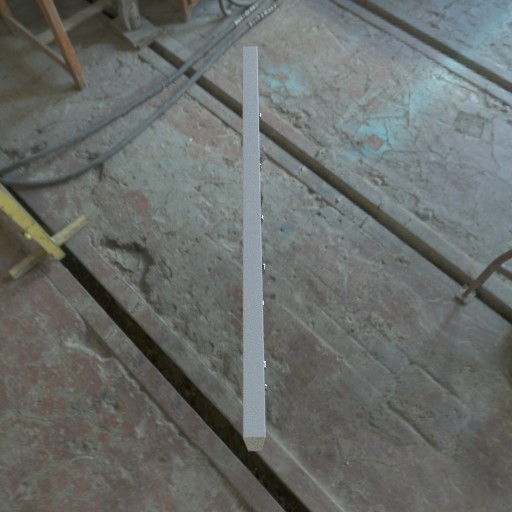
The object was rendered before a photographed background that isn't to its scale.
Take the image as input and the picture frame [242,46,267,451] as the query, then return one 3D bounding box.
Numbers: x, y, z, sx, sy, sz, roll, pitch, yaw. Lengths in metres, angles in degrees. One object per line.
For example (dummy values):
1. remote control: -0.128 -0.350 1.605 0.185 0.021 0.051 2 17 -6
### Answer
1. picture frame: 0.000 0.000 0.819 0.044 0.379 0.647 -1 64 0
